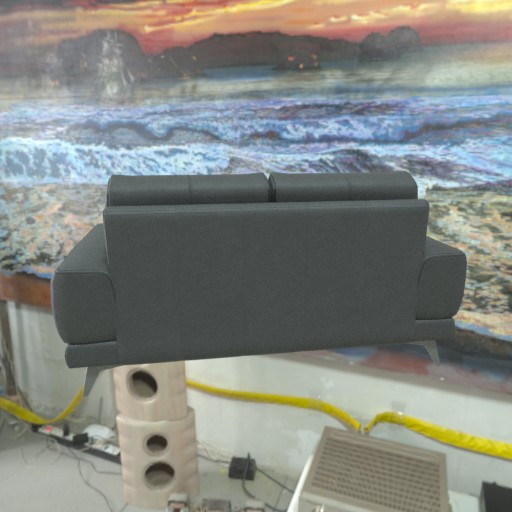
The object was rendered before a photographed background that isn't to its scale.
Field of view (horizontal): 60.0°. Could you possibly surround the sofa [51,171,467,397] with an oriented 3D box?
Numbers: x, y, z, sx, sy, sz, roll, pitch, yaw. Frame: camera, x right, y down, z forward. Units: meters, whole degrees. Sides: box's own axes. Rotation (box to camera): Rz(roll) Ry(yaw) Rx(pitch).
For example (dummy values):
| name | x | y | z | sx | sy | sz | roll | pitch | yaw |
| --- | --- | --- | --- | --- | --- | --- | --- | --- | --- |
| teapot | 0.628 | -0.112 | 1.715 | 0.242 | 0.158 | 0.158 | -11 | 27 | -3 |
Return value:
| name | x | y | z | sx | sy | sz | roll | pitch | yaw |
| --- | --- | --- | --- | --- | --- | --- | --- | --- | --- |
| sofa | 0.000 | 0.000 | 2.320 | 1.806 | 0.907 | 1.018 | -2 | 15 | -9 |
